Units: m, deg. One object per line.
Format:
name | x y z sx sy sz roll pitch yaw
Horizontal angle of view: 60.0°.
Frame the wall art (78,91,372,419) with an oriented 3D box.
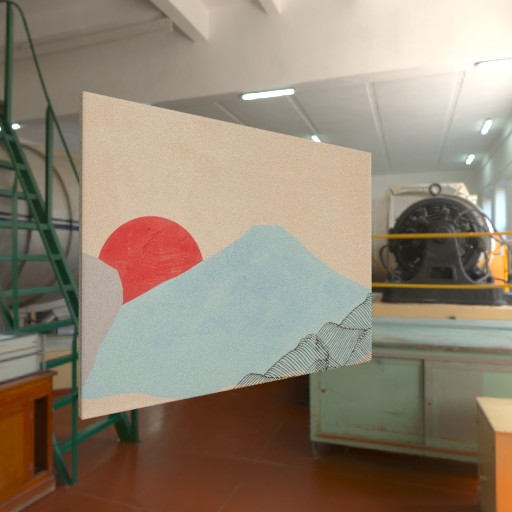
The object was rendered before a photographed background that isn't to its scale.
wall art | 0.000 0.000 1.603 1.219 0.912 0.042 0 -1 -36
